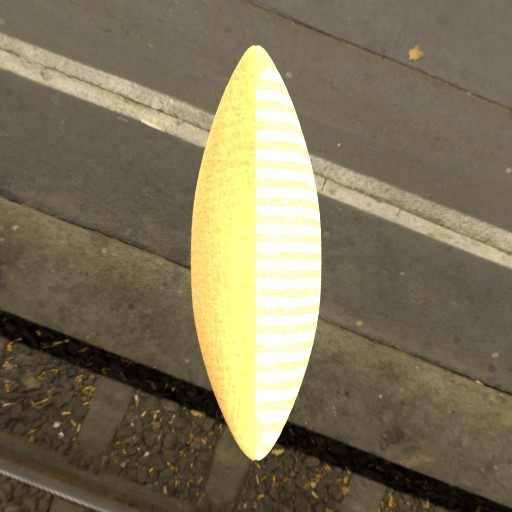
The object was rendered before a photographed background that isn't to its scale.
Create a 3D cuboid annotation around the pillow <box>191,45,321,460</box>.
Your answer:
[{"bbox_3d":[0.000,0.000,0.636,0.173,0.407,0.419,0,90,0],"label":"pillow"}]
